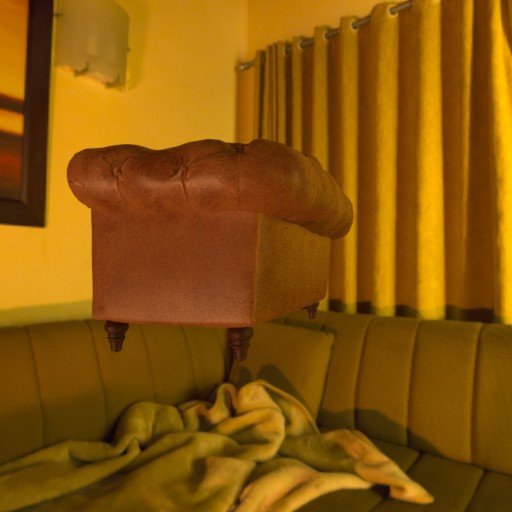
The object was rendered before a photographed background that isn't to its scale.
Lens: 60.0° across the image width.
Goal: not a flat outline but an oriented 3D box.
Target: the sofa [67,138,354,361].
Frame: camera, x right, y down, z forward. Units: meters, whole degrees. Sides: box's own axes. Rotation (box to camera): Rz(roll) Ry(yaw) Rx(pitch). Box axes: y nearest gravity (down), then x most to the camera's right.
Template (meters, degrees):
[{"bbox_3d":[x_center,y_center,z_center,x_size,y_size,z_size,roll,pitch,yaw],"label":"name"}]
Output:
[{"bbox_3d":[0.000,0.000,2.550,1.042,0.877,1.979,0,-2,18],"label":"sofa"}]
